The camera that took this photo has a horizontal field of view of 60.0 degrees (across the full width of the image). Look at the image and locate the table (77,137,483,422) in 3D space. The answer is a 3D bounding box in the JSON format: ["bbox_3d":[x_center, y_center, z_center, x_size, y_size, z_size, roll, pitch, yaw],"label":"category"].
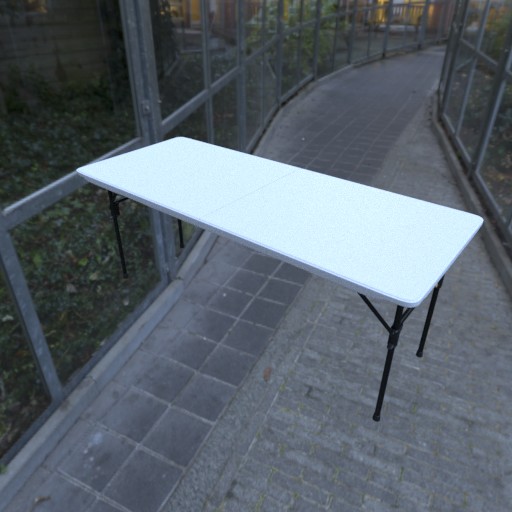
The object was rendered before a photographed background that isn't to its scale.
[{"bbox_3d":[0.000,0.000,2.251,1.829,0.719,0.761,23,38,32],"label":"table"}]
